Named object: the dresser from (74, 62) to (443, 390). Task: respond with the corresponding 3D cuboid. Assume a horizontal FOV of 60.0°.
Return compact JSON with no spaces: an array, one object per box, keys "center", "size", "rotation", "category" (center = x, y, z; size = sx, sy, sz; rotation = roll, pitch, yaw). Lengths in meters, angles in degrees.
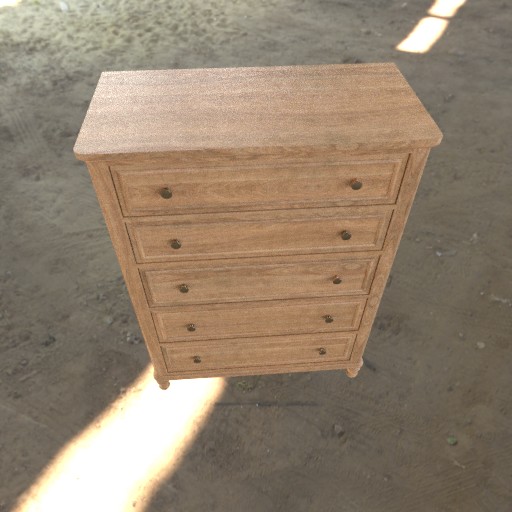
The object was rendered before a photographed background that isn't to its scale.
[{"center":[0.000,0.000,1.786],"size":[0.973,1.318,0.484],"rotation":[-3,46,-3],"category":"dresser"}]
